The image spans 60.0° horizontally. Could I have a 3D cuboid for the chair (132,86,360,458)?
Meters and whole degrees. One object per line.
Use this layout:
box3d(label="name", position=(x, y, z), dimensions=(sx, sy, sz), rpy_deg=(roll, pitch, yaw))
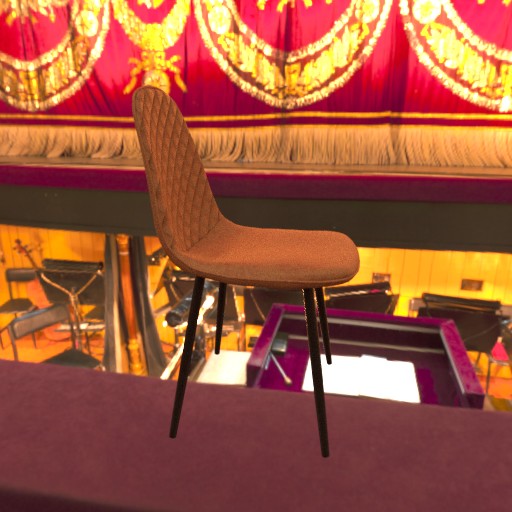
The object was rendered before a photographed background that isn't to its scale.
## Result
box3d(label="chair", position=(0.000, 0.000, 1.231), dimensions=(0.561, 0.889, 0.472), rpy_deg=(3, 17, 10))
